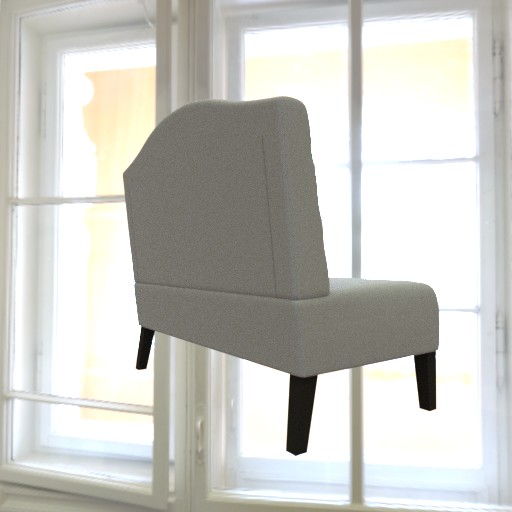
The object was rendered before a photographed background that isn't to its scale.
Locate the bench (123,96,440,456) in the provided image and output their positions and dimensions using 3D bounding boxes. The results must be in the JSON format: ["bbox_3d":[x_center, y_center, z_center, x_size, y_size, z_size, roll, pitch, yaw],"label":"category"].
[{"bbox_3d":[0.000,0.000,2.005,0.815,1.180,1.335,1,-1,-35],"label":"bench"}]
